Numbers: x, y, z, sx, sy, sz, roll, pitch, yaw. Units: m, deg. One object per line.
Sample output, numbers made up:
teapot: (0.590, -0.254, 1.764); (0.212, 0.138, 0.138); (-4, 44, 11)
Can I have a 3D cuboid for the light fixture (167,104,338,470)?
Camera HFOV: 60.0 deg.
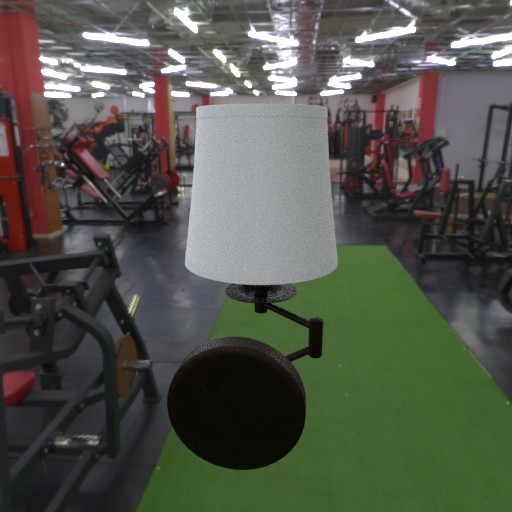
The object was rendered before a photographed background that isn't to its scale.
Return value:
light fixture: (0.000, 0.000, 0.266); (0.100, 0.172, 0.157); (2, 15, 7)
